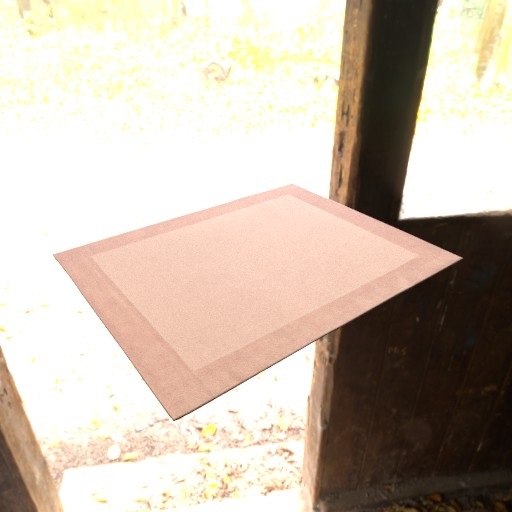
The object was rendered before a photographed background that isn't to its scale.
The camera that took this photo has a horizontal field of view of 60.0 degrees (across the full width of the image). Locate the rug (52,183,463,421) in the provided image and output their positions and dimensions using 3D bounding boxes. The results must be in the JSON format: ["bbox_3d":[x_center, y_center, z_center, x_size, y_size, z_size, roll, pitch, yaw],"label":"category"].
[{"bbox_3d":[0.000,0.000,4.200,3.057,0.021,2.431,-21,37,-31],"label":"rug"}]
